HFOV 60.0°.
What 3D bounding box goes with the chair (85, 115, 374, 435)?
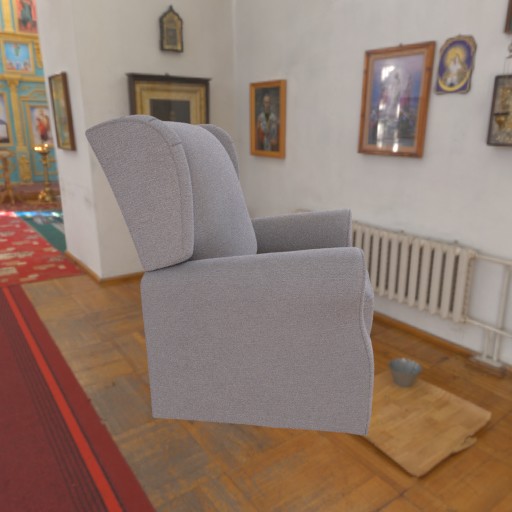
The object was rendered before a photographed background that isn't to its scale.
[{"bbox_3d":[0.000,0.000,1.643,0.854,0.966,0.906,2,15,9],"label":"chair"}]
